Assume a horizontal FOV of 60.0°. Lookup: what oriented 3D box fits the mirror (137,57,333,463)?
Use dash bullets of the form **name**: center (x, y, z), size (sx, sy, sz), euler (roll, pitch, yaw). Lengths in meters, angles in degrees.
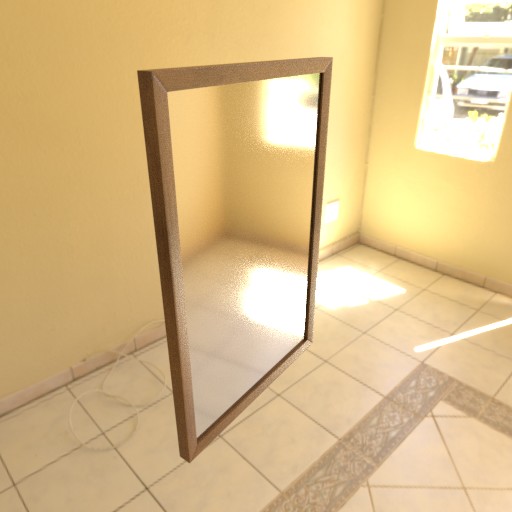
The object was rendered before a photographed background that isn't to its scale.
- **mirror**: center (0.000, 0.000, 1.141), size (0.040, 0.915, 0.609), euler (19, 32, 33)
